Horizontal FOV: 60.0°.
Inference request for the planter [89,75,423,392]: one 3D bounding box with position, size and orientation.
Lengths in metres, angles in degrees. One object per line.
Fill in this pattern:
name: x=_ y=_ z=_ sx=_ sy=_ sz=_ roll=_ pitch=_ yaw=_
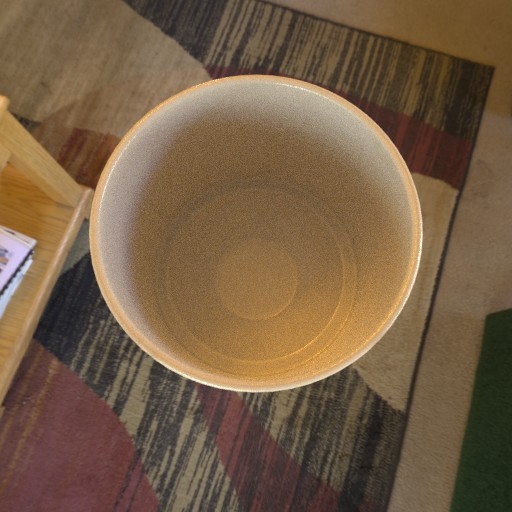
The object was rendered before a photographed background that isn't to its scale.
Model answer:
planter: x=0.000 y=0.000 z=0.341 sx=0.193 sy=0.177 sz=0.193 roll=0 pitch=76 yaw=0
